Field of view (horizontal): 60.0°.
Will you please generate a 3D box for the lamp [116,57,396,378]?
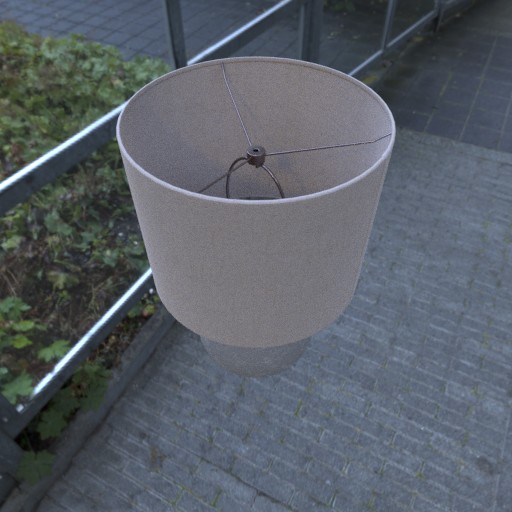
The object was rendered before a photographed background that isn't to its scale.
[{"bbox_3d":[0.000,0.000,0.584,0.269,0.409,0.269,33,55,27],"label":"lamp"}]
